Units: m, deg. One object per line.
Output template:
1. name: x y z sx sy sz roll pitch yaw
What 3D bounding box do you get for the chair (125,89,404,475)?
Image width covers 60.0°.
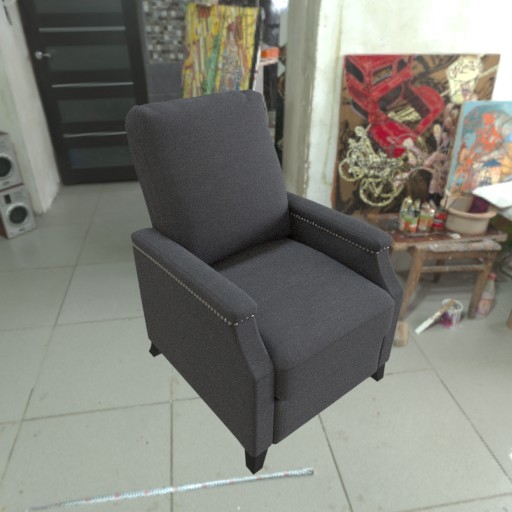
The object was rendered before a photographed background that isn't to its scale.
1. chair: 0.000 0.000 1.659 0.710 1.049 0.922 -23 38 -32
